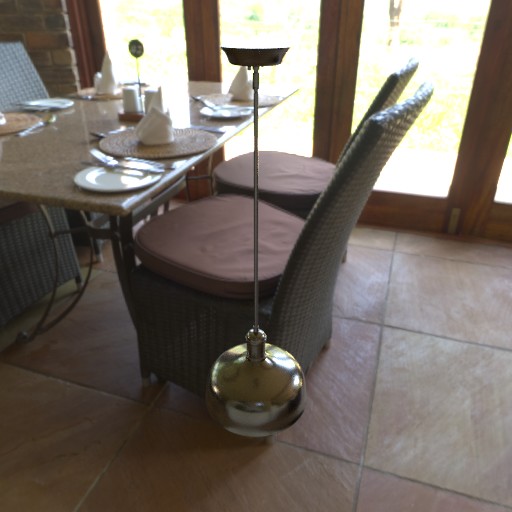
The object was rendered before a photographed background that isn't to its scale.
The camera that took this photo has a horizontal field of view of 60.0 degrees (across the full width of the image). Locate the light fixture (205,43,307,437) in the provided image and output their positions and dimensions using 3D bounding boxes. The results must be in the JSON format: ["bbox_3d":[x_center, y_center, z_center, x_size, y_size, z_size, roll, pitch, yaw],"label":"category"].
[{"bbox_3d":[0.000,0.000,1.089,0.299,0.935,0.299,11,30,19],"label":"light fixture"}]
